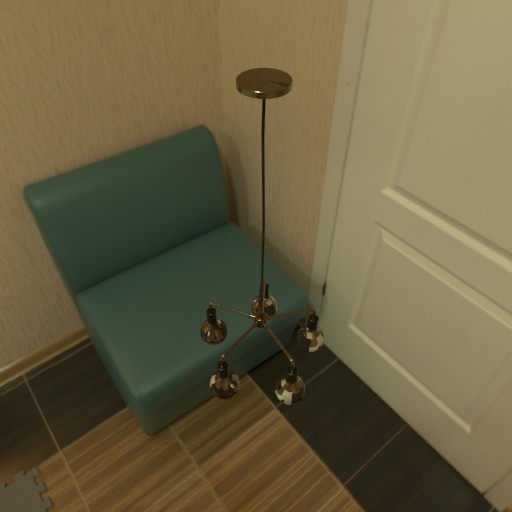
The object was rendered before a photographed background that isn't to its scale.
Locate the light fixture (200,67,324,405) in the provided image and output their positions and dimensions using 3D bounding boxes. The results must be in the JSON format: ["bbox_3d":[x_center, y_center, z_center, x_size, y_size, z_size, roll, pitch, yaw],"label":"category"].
[{"bbox_3d":[0.000,0.000,1.213,0.421,0.988,0.438,17,48,16],"label":"light fixture"}]
